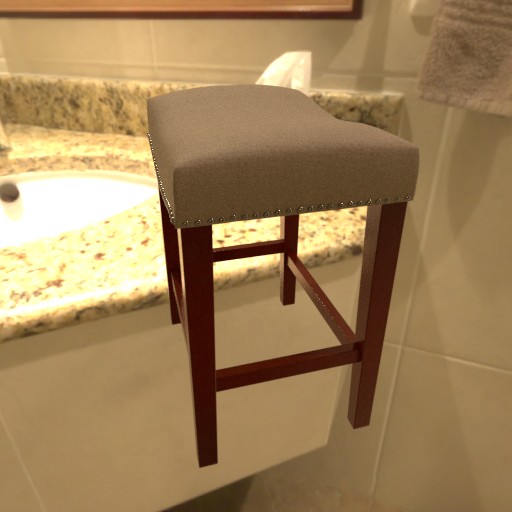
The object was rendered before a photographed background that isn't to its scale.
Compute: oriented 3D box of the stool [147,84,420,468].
[{"bbox_3d":[0.000,0.000,0.951,0.375,0.632,0.509,-8,31,-14],"label":"stool"}]
